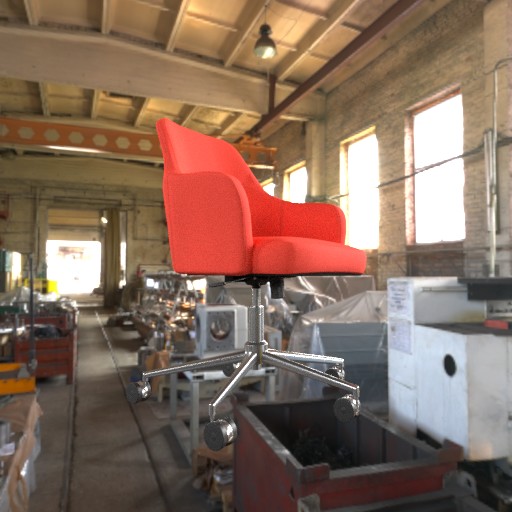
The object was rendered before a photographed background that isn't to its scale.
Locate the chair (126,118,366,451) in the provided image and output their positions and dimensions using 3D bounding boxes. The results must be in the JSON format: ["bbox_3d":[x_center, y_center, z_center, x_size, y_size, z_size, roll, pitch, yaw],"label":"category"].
[{"bbox_3d":[0.000,0.000,1.255,0.600,0.820,0.655,-2,-3,35],"label":"chair"}]
